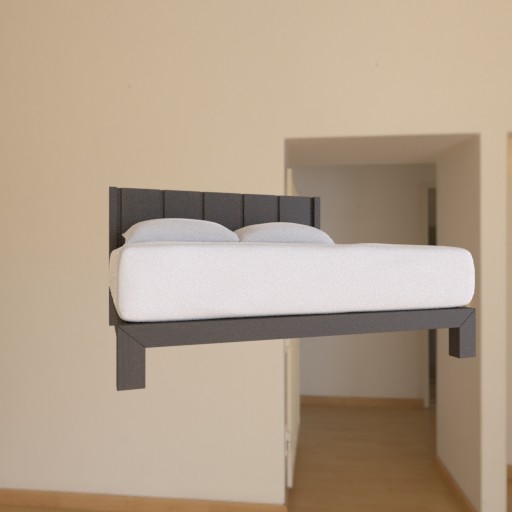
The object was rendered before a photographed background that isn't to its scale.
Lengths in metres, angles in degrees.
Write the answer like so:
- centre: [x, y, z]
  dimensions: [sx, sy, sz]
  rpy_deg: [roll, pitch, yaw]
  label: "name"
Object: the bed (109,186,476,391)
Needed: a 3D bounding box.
- centre: [0.000, 0.000, 3.438]
  dimensions: [2.143, 1.261, 2.238]
  rpy_deg: [0, 0, -19]
  label: "bed"
